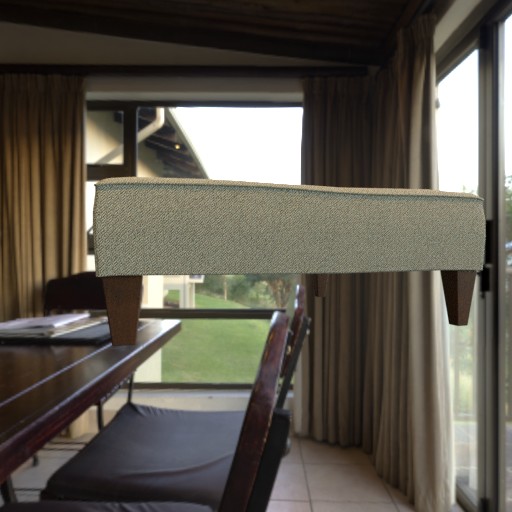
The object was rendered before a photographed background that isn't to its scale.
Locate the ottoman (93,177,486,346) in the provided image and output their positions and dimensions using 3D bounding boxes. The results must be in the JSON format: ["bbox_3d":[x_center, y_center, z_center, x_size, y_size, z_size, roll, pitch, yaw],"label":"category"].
[{"bbox_3d":[0.000,0.000,1.502,1.004,0.379,0.968,0,0,-17],"label":"ottoman"}]
